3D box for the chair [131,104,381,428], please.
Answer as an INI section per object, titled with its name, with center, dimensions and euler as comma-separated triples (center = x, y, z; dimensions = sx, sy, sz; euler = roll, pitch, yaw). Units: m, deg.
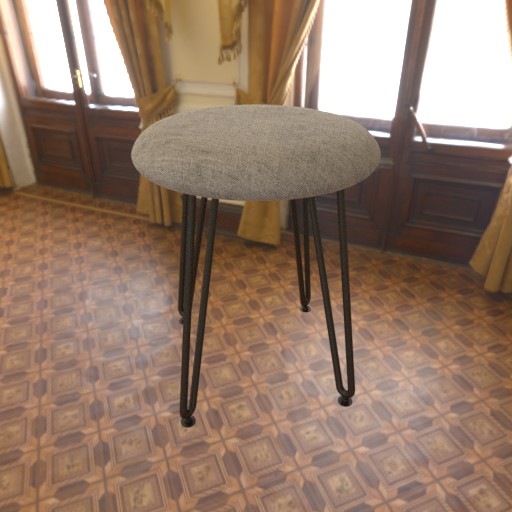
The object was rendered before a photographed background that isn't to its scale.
[chair]
center = 0.000, 0.000, 0.644
dimensions = 0.350, 0.386, 0.350
euler = 20, 35, 31
